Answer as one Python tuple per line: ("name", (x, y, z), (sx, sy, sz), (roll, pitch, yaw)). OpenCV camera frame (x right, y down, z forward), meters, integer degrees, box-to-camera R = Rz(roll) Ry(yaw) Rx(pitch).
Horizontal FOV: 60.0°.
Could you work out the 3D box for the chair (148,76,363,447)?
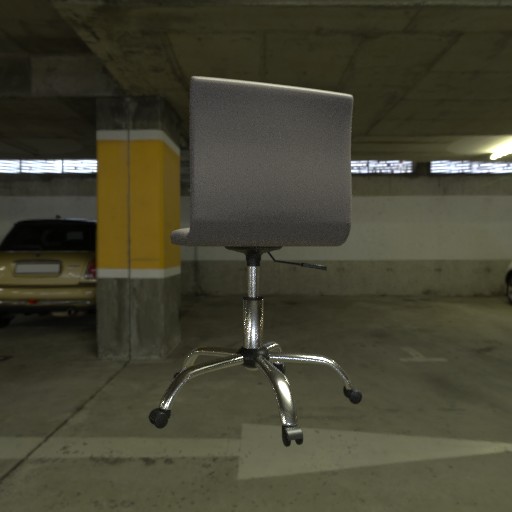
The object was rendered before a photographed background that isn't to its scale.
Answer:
("chair", (0.000, 0.000, 1.152), (0.556, 0.780, 0.530), (0, 1, -18))
